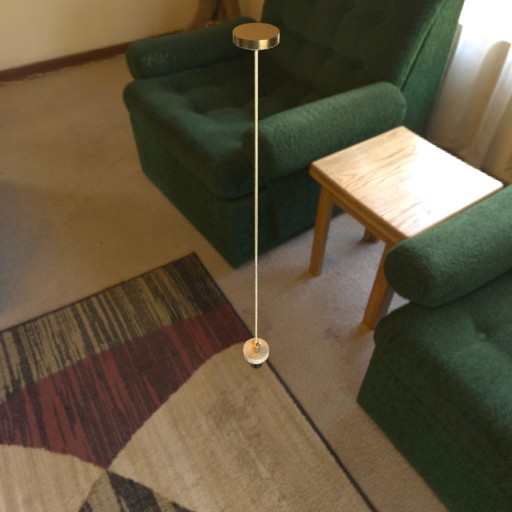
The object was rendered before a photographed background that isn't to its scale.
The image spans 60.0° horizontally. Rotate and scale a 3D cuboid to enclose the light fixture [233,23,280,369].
[{"bbox_3d":[0.000,0.000,1.739,0.129,1.669,0.129,31,54,26],"label":"light fixture"}]
